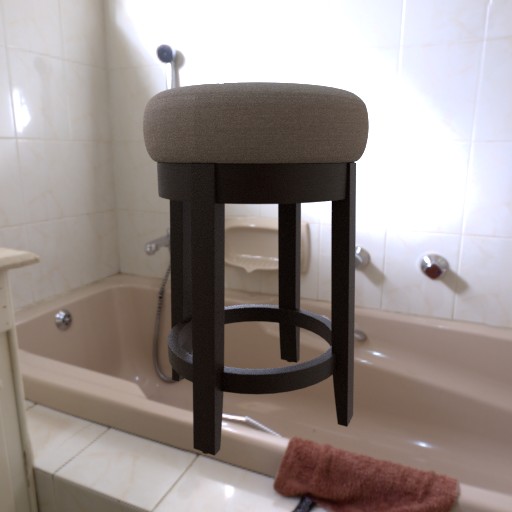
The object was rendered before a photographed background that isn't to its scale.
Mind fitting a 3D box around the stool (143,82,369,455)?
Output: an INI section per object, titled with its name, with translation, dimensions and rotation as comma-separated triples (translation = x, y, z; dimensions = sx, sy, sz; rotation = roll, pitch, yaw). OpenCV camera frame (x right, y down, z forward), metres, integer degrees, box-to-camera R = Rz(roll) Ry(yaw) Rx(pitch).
[stool]
translation = 0.000, 0.000, 0.951
dimensions = 0.443, 0.672, 0.443
rotation = 0, 13, 0
